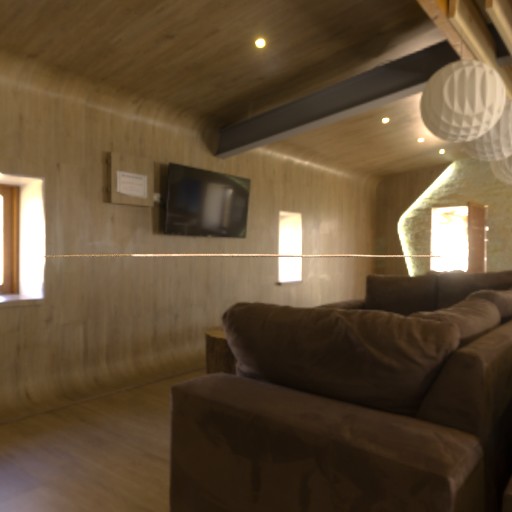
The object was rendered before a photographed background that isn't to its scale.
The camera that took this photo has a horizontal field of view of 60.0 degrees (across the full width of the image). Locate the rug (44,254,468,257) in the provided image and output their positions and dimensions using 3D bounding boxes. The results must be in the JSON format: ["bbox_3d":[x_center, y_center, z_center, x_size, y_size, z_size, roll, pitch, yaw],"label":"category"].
[{"bbox_3d":[0.000,0.000,2.716,2.135,0.013,1.524,0,0,-36],"label":"rug"}]
